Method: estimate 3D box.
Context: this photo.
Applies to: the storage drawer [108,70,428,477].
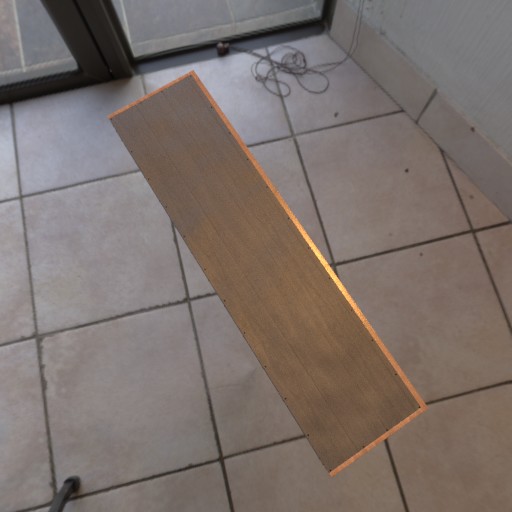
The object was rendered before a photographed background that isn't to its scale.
[{"bbox_3d":[0.000,0.000,2.250,0.538,0.264,2.032,-32,78,-8],"label":"storage drawer"}]
